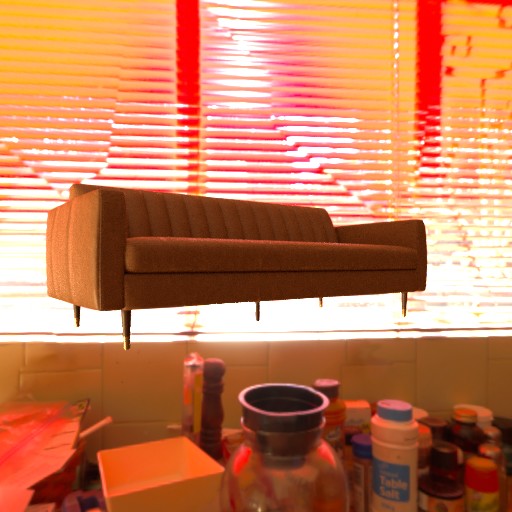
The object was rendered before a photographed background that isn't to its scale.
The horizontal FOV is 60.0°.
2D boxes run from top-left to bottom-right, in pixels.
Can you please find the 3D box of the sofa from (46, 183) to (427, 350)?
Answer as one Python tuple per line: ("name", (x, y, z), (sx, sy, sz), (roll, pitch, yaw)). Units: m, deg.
("sofa", (0.000, 0.000, 2.763), (2.291, 0.821, 0.990), (1, -1, -36))
